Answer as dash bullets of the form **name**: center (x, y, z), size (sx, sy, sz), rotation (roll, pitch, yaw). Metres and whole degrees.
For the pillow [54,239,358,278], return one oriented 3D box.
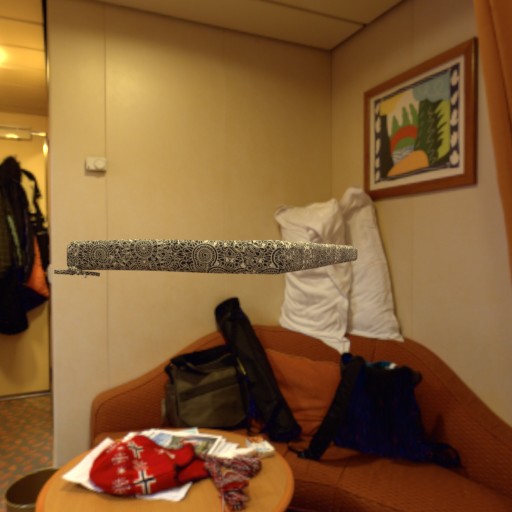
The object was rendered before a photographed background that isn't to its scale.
- **pillow**: center (0.000, 0.000, 1.358), size (0.492, 0.081, 1.187), rotation (0, 1, 19)
